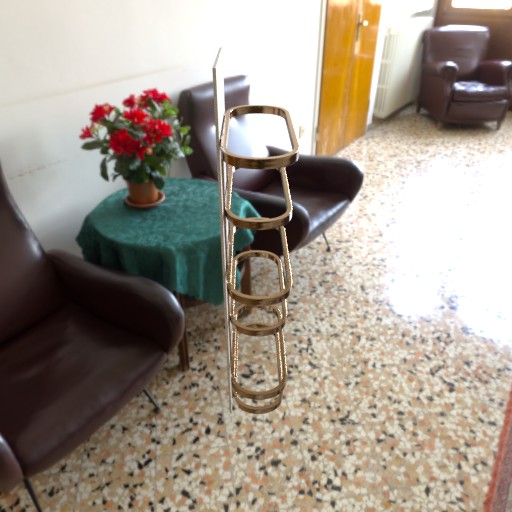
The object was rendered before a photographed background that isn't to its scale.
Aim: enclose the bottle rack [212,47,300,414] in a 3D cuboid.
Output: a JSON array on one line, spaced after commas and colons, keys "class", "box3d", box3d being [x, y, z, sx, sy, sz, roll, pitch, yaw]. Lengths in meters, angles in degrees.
[{"class": "bottle rack", "box3d": [0.000, 0.000, 0.853, 0.118, 0.709, 0.332, -1, 33, -1]}]
